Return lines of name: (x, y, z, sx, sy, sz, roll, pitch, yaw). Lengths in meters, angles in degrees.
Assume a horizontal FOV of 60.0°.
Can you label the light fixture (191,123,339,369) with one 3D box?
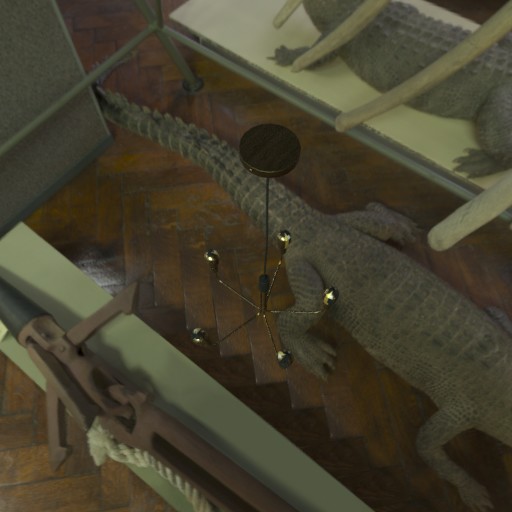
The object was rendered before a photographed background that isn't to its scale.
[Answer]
light fixture: (0.000, 0.000, 1.429, 0.532, 1.059, 0.588, 34, 68, 16)
